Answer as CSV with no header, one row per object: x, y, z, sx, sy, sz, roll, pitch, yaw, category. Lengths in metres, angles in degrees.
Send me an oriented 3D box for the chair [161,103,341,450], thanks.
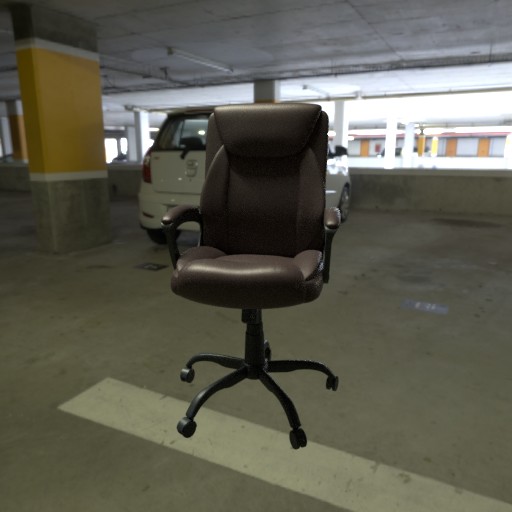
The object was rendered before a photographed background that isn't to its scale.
0.000,0.000,1.553,0.615,1.072,0.655,2,13,9,chair
